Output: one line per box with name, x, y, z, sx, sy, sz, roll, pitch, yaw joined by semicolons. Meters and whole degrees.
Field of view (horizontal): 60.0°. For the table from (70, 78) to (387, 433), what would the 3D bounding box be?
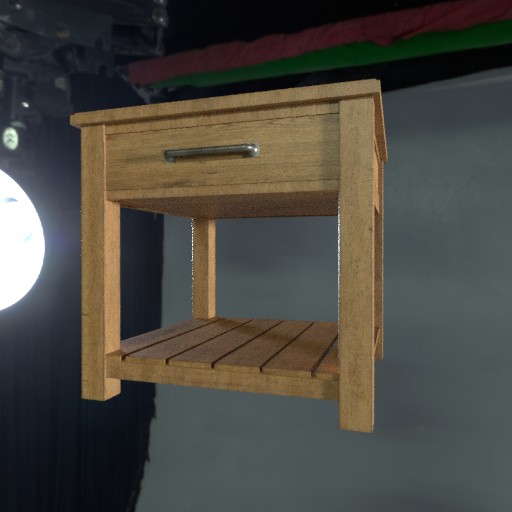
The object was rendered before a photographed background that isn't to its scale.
table;0.000;0.000;1.106;0.616;0.593;0.612;0;0;18
